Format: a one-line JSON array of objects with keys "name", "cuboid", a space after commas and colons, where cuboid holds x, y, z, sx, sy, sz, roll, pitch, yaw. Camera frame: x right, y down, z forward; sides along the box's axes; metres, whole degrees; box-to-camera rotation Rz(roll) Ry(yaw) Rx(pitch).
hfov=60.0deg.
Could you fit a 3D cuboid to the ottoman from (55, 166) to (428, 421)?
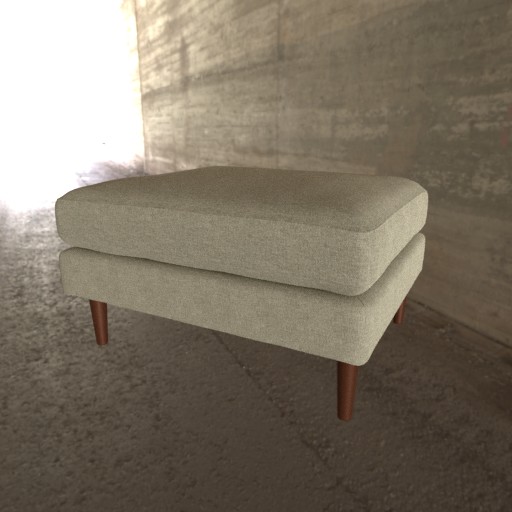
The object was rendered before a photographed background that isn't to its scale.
[{"name": "ottoman", "cuboid": [0.000, 0.000, 1.265, 0.821, 0.474, 0.693, 8, 18, 27]}]
